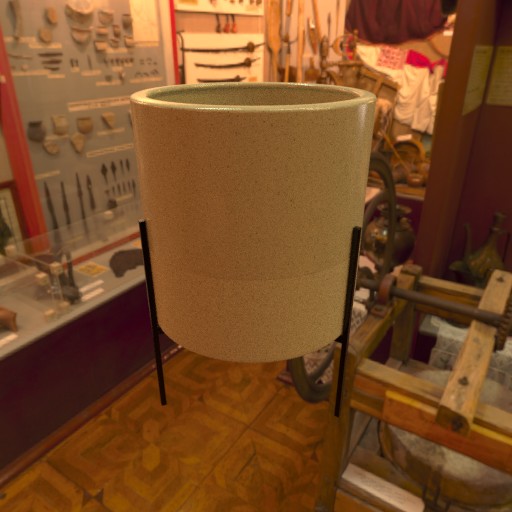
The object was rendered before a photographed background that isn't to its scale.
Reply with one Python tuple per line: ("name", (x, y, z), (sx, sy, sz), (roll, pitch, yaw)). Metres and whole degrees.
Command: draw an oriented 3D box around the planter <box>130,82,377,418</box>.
("planter", (0.000, 0.000, 0.680), (0.323, 0.475, 0.314), (17, 31, 31))
